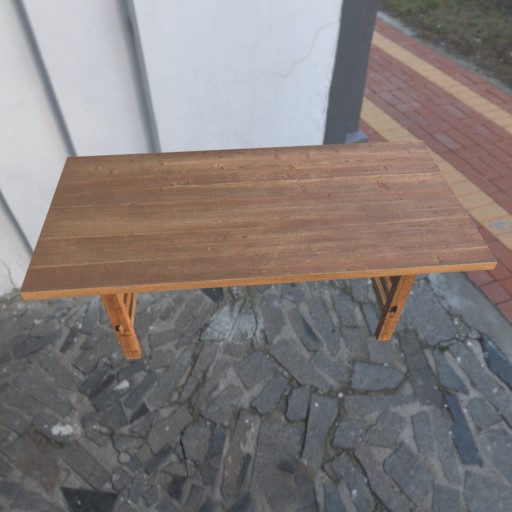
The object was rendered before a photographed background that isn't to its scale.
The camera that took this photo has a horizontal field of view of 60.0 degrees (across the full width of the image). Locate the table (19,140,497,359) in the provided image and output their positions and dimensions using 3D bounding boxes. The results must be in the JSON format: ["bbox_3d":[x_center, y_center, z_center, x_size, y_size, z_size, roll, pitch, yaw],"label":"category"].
[{"bbox_3d":[0.000,0.000,2.448,2.003,0.760,0.952,-4,47,-3],"label":"table"}]
